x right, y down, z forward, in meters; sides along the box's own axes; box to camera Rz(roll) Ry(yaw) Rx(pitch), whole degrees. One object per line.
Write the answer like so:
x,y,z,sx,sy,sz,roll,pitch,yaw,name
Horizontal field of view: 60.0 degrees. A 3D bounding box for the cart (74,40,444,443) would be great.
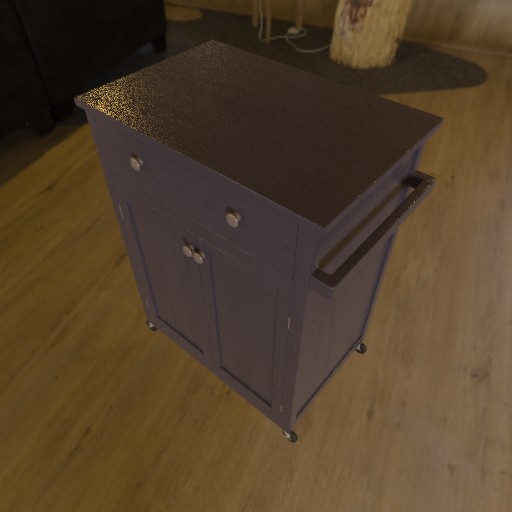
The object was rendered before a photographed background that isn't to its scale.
0.000,0.000,1.245,0.690,0.878,0.449,31,53,27,cart
